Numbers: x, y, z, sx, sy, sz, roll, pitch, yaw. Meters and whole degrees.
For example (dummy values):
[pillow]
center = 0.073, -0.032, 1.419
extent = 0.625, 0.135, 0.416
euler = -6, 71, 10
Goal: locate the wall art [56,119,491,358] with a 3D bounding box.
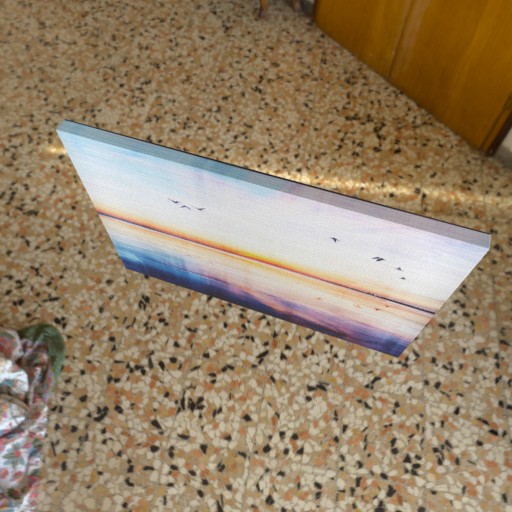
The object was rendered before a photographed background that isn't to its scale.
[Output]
[wall art]
center = 0.000, 0.000, 1.149
extent = 0.911, 0.605, 0.037
euler = 17, 60, 10
